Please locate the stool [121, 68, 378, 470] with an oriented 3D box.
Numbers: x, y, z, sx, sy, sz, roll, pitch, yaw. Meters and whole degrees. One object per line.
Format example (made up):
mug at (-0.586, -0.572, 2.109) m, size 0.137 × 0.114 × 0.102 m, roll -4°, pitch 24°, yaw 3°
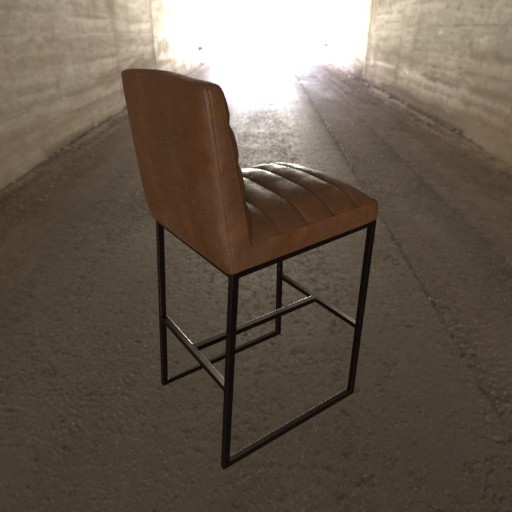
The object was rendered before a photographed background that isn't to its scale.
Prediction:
stool at (0.000, 0.000, 1.349) m, size 0.562 × 1.065 × 0.463 m, roll -18°, pitch 32°, yaw -31°
